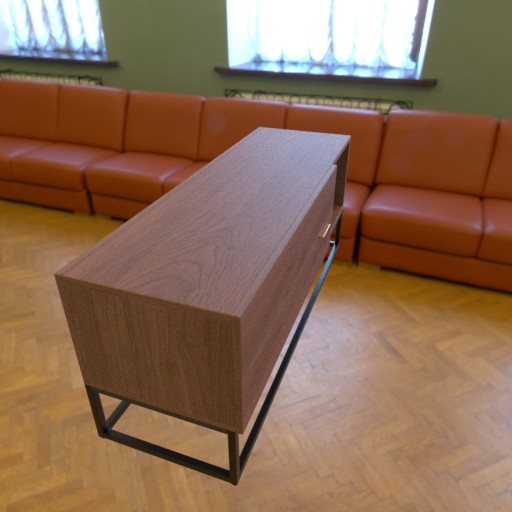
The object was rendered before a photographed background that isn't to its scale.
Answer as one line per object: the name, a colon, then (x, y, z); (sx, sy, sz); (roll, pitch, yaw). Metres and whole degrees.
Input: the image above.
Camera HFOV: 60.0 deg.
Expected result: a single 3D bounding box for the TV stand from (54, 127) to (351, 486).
TV stand: (0.000, 0.000, 1.430); (0.415, 0.500, 1.200); (11, 32, 17)
